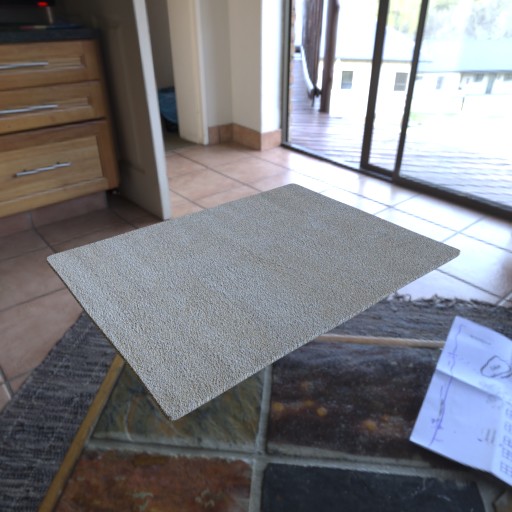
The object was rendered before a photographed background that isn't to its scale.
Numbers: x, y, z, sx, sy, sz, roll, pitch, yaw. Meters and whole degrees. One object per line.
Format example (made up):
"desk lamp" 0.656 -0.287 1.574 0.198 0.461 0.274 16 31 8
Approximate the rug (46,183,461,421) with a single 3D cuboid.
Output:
"rug" 0.000 0.000 2.121 1.600 0.025 1.199 -22 36 -33
